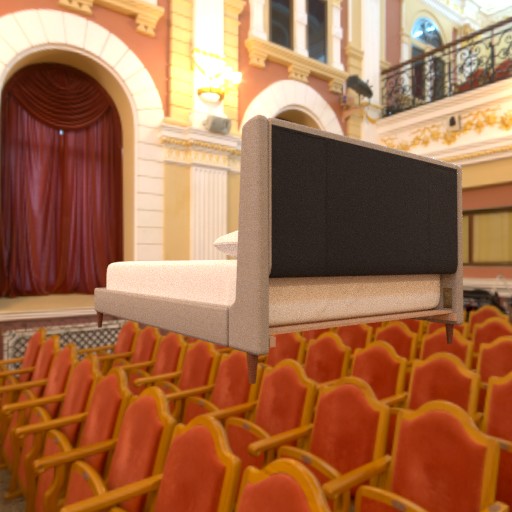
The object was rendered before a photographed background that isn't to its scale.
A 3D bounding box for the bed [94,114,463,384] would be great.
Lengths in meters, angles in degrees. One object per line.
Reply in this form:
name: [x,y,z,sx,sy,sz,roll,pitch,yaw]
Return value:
bed: [0.000,0.000,3.224,1.656,1.147,2.232,1,-1,-37]
